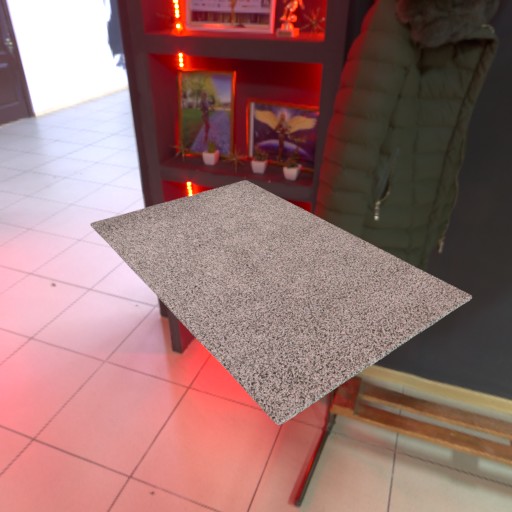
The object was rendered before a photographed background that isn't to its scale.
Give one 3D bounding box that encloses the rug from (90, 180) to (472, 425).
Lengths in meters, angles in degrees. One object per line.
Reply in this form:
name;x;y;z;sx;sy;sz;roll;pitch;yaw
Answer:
rug;0.000;0.000;3.608;1.778;0.030;2.743;-21;37;-31
